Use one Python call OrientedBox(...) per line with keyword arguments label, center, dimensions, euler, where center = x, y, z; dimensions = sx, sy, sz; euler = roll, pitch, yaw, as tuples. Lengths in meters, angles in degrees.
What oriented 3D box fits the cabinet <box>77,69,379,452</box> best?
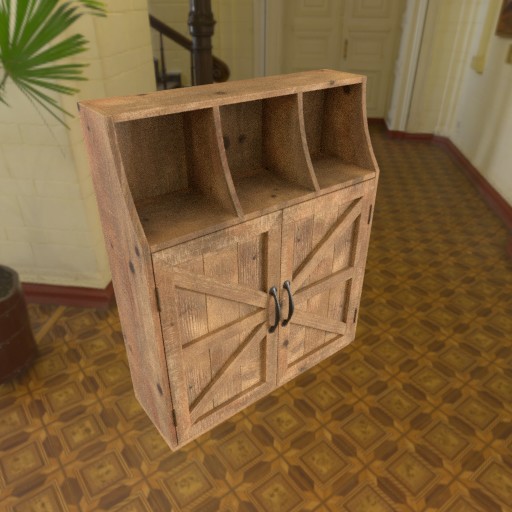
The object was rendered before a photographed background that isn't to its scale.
OrientedBox(label="cabinet", center=(0.000, 0.000, 0.832), dimensions=(0.489, 0.590, 0.184), euler=(-22, 37, -32))
